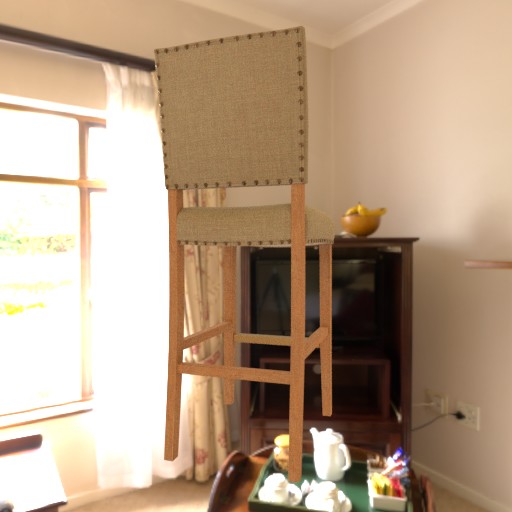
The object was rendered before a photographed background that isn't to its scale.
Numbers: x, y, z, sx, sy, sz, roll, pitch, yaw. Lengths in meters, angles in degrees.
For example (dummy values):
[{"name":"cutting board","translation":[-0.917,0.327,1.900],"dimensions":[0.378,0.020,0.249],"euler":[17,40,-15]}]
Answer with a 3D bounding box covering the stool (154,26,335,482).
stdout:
[{"name":"stool","translation":[0.000,0.000,1.470],"dimensions":[0.445,1.203,0.585],"euler":[0,1,18]}]
